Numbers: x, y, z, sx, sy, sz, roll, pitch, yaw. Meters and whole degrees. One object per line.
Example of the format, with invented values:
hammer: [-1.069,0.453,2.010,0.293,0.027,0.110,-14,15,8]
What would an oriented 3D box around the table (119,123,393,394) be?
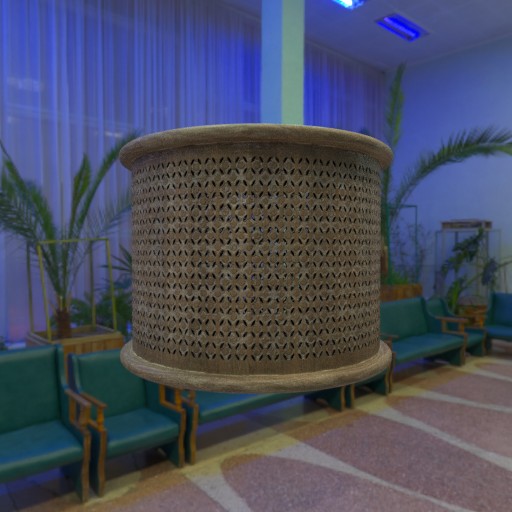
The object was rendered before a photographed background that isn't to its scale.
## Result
table: [0.000,0.000,1.030,0.607,0.450,0.607,0,1,0]
